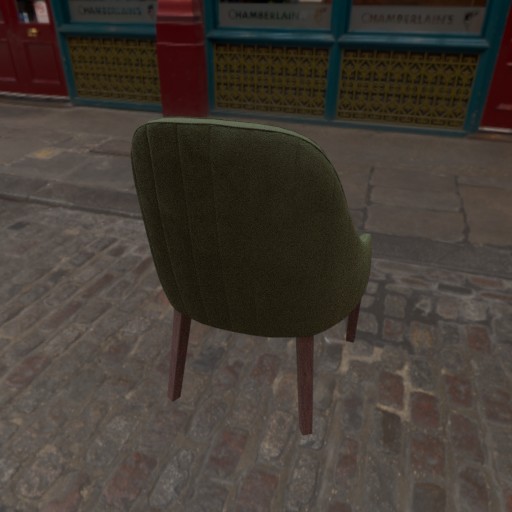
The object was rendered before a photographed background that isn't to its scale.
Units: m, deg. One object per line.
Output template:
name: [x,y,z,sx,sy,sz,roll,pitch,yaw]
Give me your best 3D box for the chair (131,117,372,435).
chair: [0.000,0.000,1.283,0.643,0.889,0.575,9,31,15]
